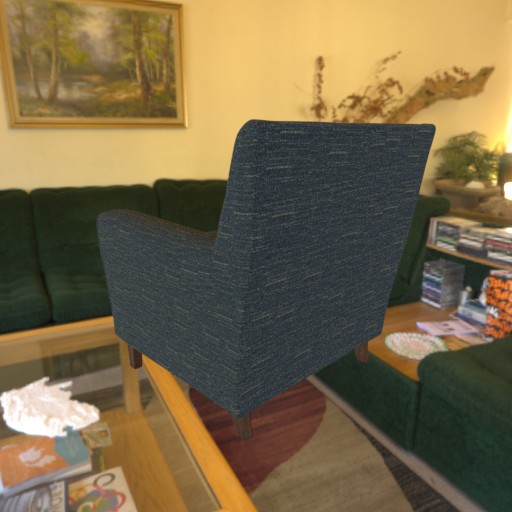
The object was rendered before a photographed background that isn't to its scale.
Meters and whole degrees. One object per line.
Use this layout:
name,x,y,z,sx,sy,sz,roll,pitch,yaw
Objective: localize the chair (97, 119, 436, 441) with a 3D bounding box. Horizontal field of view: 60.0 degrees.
chair,0.000,0.000,1.620,0.864,0.928,0.873,-15,22,-43
